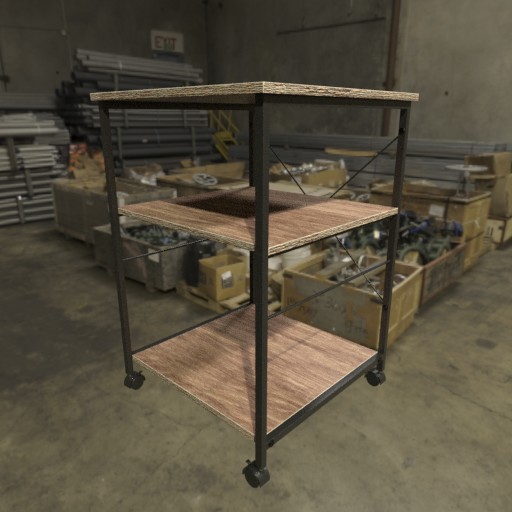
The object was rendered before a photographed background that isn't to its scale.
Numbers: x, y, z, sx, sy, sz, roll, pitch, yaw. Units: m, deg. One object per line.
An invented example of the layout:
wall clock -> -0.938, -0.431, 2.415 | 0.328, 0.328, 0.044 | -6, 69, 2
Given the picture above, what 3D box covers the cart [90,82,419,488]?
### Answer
cart -> 0.000, 0.000, 1.106 | 0.521, 0.762, 0.520 | 16, 24, 41
